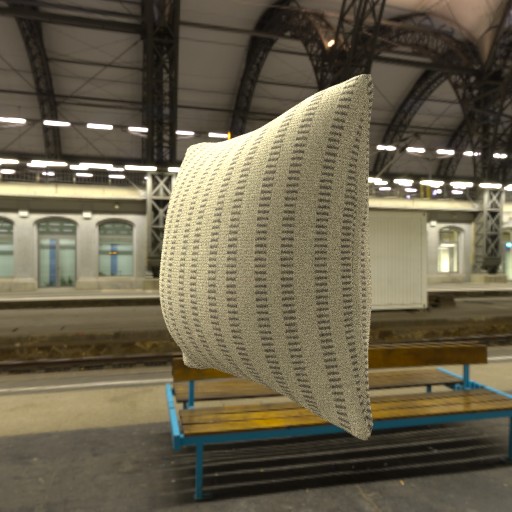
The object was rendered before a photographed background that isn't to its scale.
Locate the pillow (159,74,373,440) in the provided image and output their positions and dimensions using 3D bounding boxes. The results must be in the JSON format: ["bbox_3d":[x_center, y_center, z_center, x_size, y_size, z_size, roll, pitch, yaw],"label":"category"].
[{"bbox_3d":[0.000,0.000,0.675,0.247,0.419,0.438,0,0,-36],"label":"pillow"}]
